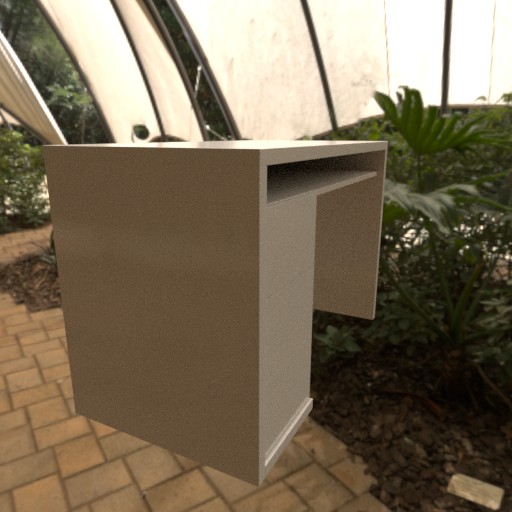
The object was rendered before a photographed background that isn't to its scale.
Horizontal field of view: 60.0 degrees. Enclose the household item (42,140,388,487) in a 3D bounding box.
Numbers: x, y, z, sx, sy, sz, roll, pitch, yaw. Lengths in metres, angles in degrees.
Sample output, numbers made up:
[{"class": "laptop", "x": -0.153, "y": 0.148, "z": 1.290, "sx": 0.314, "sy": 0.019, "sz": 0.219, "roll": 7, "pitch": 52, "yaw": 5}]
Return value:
[{"class": "household item", "x": 0.000, "y": 0.000, "z": 1.512, "sx": 0.597, "sy": 0.749, "sz": 1.100, "roll": 8, "pitch": 17, "yaw": 27}]
